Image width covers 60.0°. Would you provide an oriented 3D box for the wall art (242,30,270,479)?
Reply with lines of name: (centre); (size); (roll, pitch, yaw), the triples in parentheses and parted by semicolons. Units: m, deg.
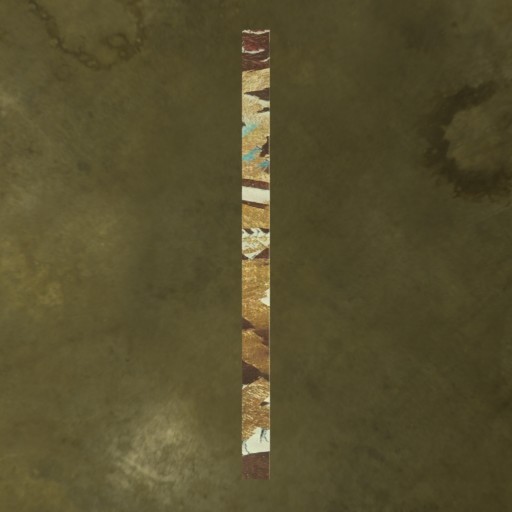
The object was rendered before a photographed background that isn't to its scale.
wall art: (0.000, 0.000, 0.907); (0.041, 0.613, 0.609); (0, 89, 0)
